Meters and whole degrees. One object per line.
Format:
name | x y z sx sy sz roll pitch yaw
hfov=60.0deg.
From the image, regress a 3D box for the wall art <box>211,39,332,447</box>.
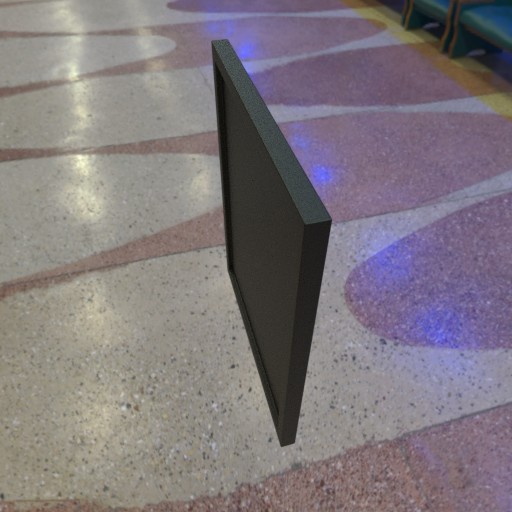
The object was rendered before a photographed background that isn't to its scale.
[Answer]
wall art | 0.000 0.000 0.772 0.028 0.559 0.457 -11 48 -10
